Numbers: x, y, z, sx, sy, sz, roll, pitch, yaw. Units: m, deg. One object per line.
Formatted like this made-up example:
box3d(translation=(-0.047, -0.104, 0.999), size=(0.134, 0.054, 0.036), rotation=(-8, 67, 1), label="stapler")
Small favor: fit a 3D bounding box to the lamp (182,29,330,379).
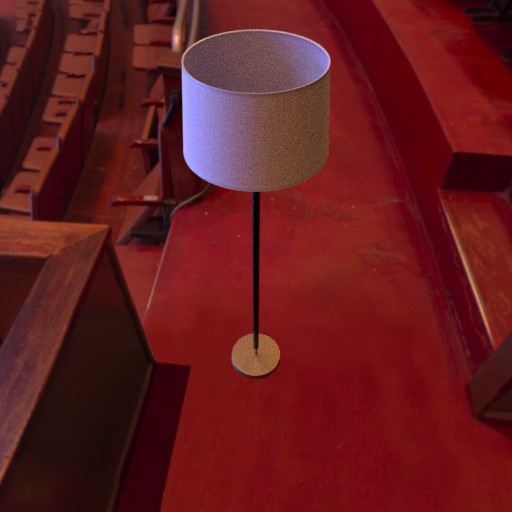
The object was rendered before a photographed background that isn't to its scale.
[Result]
box3d(translation=(0.000, 0.000, 1.632), size=(0.420, 1.447, 0.420), rotation=(0, 47, 0), label="lamp")
